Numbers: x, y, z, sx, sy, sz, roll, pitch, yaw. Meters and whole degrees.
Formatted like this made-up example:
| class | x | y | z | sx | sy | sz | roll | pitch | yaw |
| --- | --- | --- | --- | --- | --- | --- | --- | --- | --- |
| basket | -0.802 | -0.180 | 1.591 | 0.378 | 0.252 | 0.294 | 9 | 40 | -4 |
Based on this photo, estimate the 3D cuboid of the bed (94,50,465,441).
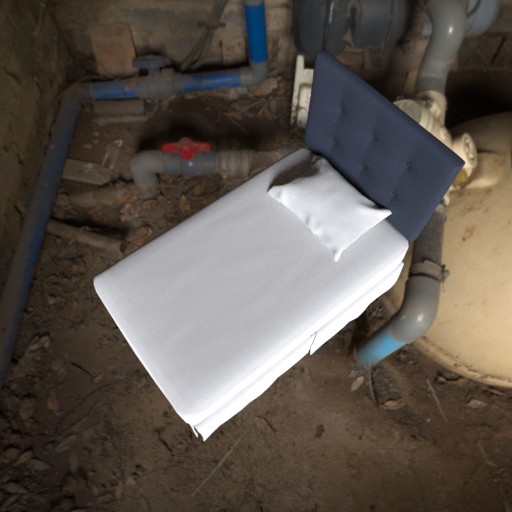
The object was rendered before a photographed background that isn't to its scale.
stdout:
| class | x | y | z | sx | sy | sz | roll | pitch | yaw |
| --- | --- | --- | --- | --- | --- | --- | --- | --- | --- |
| bed | 0.000 | 0.000 | 2.970 | 1.997 | 1.571 | 1.261 | -35 | 68 | -16 |
